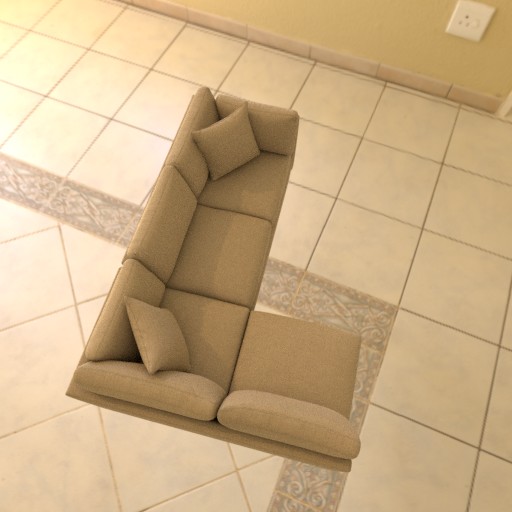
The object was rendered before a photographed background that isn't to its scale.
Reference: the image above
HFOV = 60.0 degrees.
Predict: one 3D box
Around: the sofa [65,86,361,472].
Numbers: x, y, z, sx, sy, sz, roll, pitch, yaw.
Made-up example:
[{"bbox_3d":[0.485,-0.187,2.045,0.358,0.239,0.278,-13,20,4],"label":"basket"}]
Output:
[{"bbox_3d":[0.000,0.000,3.723,1.994,0.978,2.896,13,64,6],"label":"sofa"}]
